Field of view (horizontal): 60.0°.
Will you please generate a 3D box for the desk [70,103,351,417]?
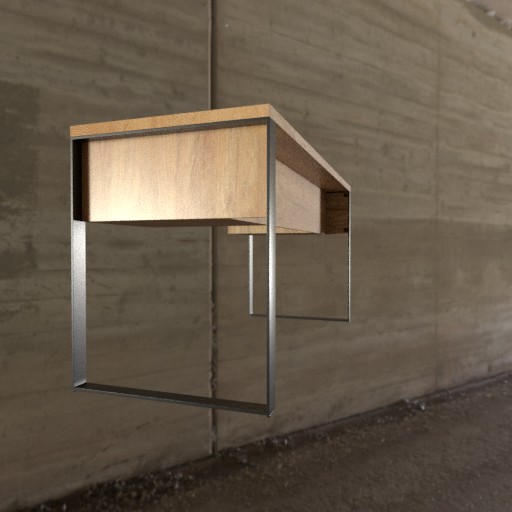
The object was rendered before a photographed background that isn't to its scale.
[{"bbox_3d":[0.000,0.000,1.888,0.600,0.760,1.520,0,1,19],"label":"desk"}]
